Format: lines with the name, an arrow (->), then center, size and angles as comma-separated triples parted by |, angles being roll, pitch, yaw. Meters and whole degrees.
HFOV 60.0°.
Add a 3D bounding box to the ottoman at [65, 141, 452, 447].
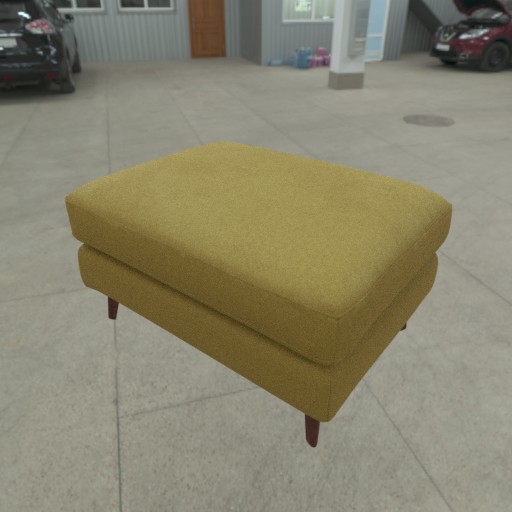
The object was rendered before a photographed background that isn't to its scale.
ottoman -> 0.000, 0.000, 1.171 | 0.811, 0.449, 0.608 | 22, 37, 32
